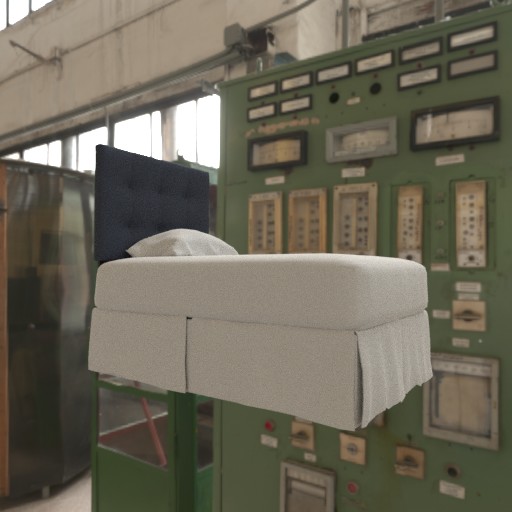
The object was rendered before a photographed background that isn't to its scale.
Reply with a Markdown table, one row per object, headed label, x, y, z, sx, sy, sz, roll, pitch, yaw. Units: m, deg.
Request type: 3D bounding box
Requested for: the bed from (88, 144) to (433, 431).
| label | x | y | z | sx | sy | sz | roll | pitch | yaw |
| --- | --- | --- | --- | --- | --- | --- | --- | --- | --- |
| bed | 0.000 | 0.000 | 2.964 | 1.997 | 1.571 | 1.261 | -1 | -2 | 35 |
